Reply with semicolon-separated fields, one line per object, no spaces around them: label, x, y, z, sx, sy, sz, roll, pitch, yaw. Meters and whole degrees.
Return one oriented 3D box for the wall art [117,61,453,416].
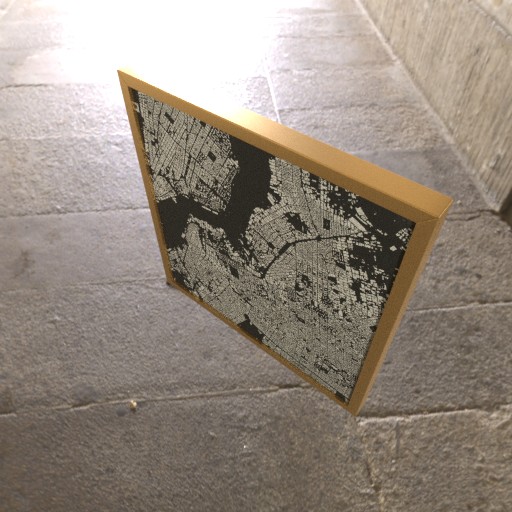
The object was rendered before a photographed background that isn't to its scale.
wall art;0.000;0.000;0.453;0.305;0.305;0.023;31;55;25
